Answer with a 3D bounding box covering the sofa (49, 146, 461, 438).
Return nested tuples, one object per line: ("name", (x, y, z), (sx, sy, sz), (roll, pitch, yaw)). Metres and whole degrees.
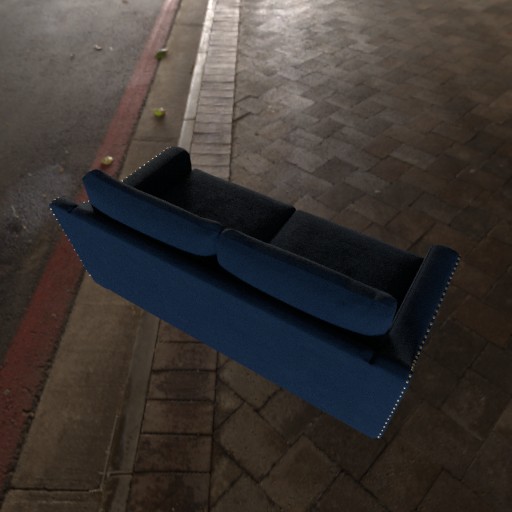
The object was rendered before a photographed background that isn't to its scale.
("sofa", (0.000, 0.000, 2.685), (2.107, 0.983, 1.104), (24, 51, 22))
